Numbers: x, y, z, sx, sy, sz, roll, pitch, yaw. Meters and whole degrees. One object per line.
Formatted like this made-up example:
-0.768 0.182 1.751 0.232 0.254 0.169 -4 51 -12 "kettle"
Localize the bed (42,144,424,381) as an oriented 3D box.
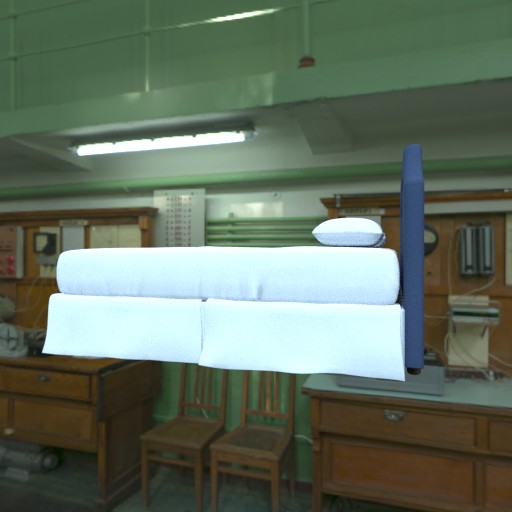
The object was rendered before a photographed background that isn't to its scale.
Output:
0.000 0.000 4.076 2.773 1.488 2.350 0 0 17 "bed"
